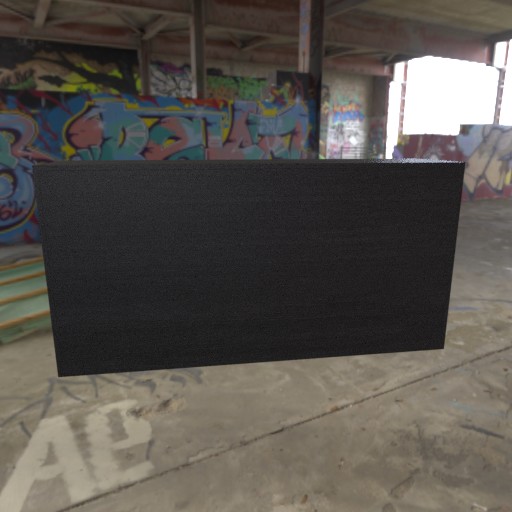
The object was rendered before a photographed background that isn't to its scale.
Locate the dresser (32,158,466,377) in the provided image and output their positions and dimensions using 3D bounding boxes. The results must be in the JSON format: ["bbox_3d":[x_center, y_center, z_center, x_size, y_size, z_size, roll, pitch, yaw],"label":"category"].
[{"bbox_3d":[0.000,0.000,1.901,1.590,0.795,0.400,-2,15,-8],"label":"dresser"}]
